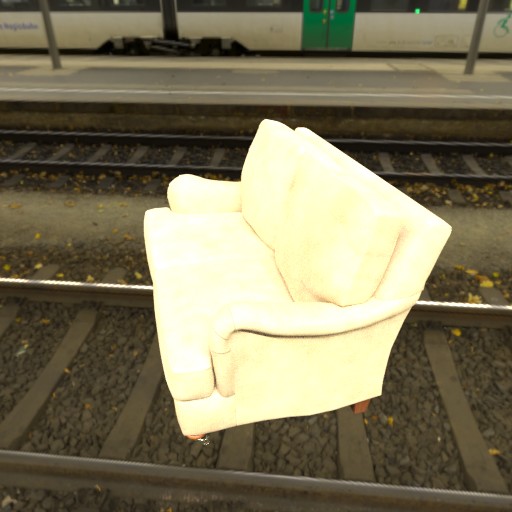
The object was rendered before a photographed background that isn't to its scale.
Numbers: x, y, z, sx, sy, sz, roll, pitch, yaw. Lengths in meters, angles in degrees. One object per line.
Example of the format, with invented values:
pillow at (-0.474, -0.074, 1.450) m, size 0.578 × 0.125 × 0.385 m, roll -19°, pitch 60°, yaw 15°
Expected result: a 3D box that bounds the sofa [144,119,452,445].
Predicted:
sofa at (0.000, 0.000, 2.290) m, size 1.086 × 1.087 × 1.498 m, roll -8°, pitch 31°, yaw -14°
